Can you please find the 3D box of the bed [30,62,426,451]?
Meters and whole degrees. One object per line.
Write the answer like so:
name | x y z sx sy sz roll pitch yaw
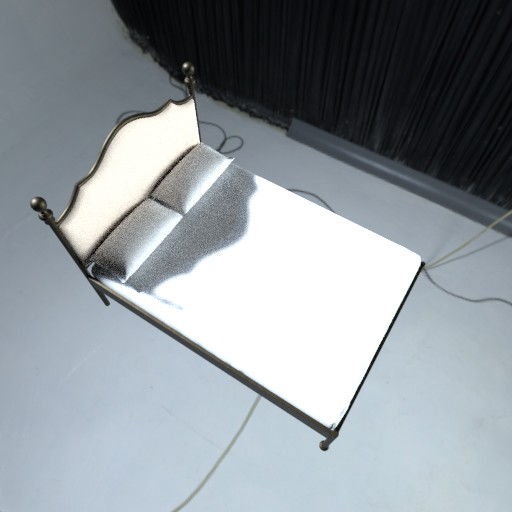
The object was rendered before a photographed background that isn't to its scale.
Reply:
bed | 0.000 0.000 3.191 2.170 1.462 1.533 29 64 16
